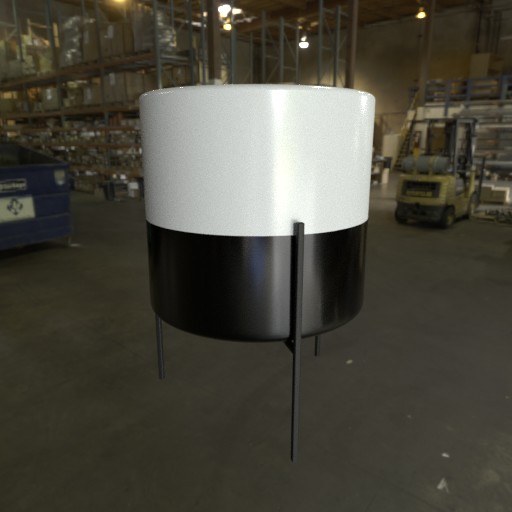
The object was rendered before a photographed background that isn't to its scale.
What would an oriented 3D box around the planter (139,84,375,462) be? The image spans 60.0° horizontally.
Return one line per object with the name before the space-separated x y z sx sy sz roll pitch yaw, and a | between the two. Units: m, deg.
planter | 0.000 0.000 0.638 0.310 0.432 0.310 8 17 28
